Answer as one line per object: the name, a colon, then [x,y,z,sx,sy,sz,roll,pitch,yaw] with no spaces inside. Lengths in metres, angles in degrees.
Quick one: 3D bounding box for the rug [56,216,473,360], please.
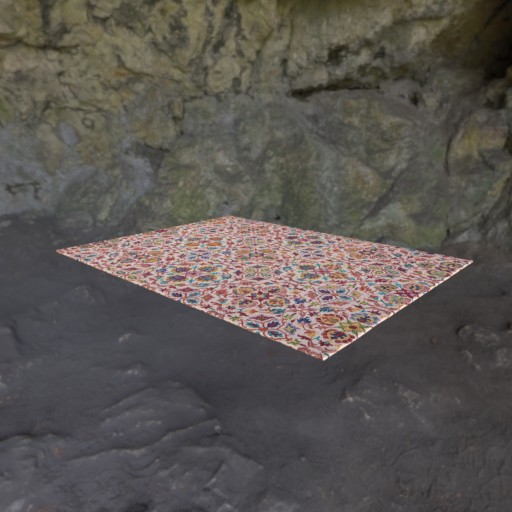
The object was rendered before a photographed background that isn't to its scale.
rug: [0.000,0.000,4.276,3.215,0.020,2.446,14,22,40]
